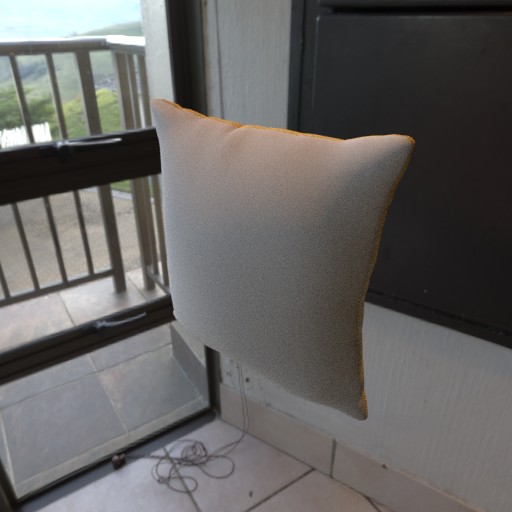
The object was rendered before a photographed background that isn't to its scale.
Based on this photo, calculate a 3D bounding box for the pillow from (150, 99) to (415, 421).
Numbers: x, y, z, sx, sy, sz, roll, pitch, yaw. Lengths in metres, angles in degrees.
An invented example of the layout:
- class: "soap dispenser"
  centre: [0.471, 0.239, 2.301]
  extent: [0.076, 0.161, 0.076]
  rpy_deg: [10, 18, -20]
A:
- class: "pillow"
  centre: [0.000, 0.000, 0.721]
  extent: [0.450, 0.450, 0.211]
  rpy_deg: [21, 35, 33]
